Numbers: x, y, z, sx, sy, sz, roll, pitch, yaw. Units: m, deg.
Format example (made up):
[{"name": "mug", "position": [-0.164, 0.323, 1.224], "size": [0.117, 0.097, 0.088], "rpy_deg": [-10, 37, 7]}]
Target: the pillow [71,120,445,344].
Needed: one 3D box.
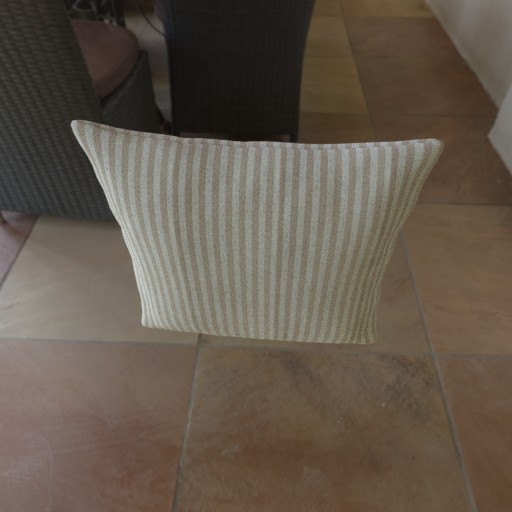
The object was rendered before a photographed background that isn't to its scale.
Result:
[{"name": "pillow", "position": [0.000, 0.000, 0.794], "size": [0.523, 0.510, 0.166], "rpy_deg": [4, 47, 4]}]
